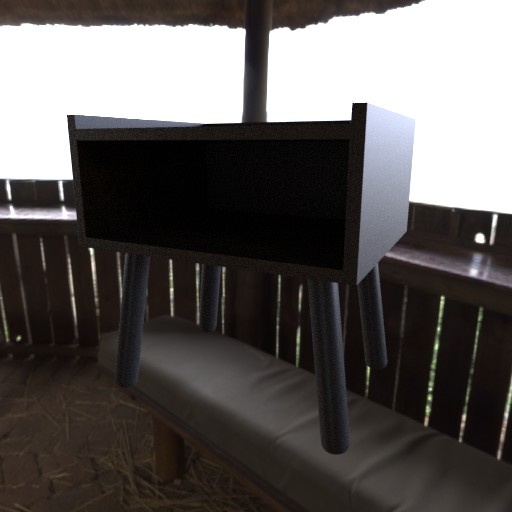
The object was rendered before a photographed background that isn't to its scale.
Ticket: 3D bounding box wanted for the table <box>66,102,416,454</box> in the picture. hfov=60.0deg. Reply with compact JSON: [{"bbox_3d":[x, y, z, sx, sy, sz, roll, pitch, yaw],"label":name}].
[{"bbox_3d":[0.000,0.000,0.783,0.450,0.470,0.370,7,16,26],"label":"table"}]
